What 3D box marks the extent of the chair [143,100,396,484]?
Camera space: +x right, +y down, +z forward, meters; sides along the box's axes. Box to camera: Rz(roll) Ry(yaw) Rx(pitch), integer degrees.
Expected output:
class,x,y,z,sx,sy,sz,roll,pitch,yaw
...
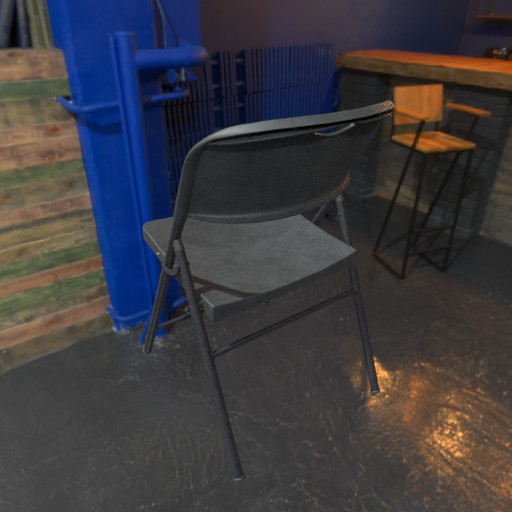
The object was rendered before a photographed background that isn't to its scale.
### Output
class,x,y,z,sx,sy,sz,roll,pitch,yaw
chair,0.000,0.000,1.134,0.494,0.810,0.566,-19,35,-30
